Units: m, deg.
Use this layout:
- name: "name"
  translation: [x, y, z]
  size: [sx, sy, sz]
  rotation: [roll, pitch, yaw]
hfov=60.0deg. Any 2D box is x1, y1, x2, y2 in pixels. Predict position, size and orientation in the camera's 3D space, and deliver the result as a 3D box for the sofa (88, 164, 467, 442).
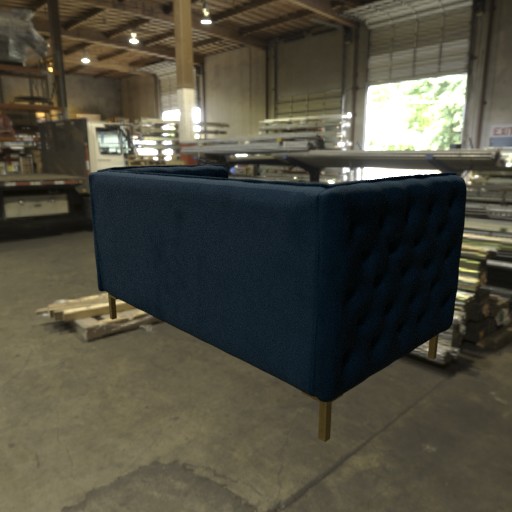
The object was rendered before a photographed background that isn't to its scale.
- name: "sofa"
  translation: [0.000, 0.000, 2.093]
  size: [0.909, 0.810, 1.583]
  rotation: [-13, 18, -42]
